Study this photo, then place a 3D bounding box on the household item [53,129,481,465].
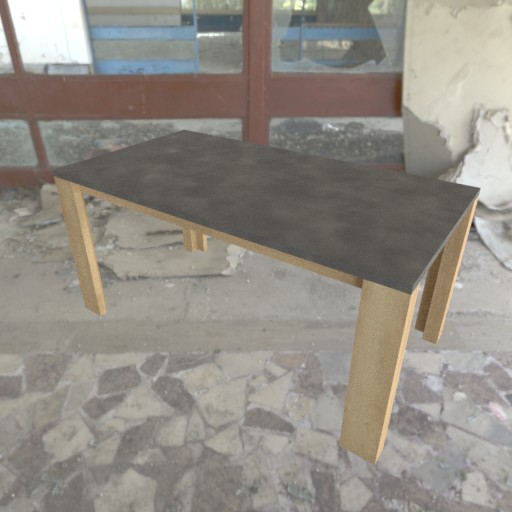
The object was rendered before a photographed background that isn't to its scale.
[{"bbox_3d":[0.000,0.000,2.055,1.600,0.755,0.850,19,35,30],"label":"household item"}]
